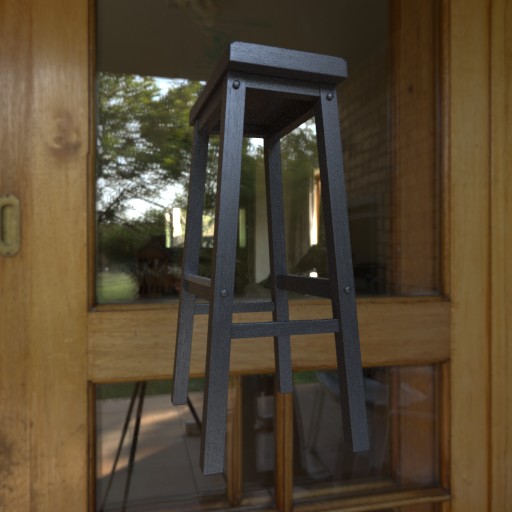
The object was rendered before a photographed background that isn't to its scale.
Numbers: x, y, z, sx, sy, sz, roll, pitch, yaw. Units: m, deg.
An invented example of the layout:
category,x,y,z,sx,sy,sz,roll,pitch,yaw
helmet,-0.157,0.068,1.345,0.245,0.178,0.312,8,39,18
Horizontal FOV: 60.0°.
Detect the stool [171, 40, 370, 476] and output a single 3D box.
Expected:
category,x,y,z,sx,sy,sz,roll,pitch,yaw
stool,0.000,0.000,0.987,0.322,0.742,0.406,0,0,-18
